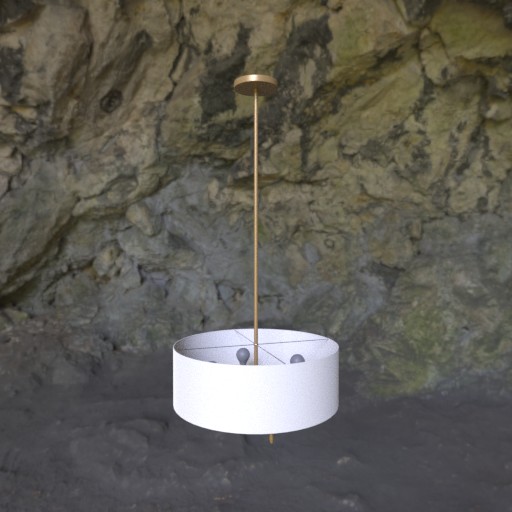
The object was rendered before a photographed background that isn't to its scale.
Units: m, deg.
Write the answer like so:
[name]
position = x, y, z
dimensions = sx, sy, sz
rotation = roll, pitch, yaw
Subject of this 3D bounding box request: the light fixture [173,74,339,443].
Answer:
[light fixture]
position = 0.000, 0.000, 1.377
dimensions = 0.508, 1.067, 0.508
rotation = 0, 1, 0
